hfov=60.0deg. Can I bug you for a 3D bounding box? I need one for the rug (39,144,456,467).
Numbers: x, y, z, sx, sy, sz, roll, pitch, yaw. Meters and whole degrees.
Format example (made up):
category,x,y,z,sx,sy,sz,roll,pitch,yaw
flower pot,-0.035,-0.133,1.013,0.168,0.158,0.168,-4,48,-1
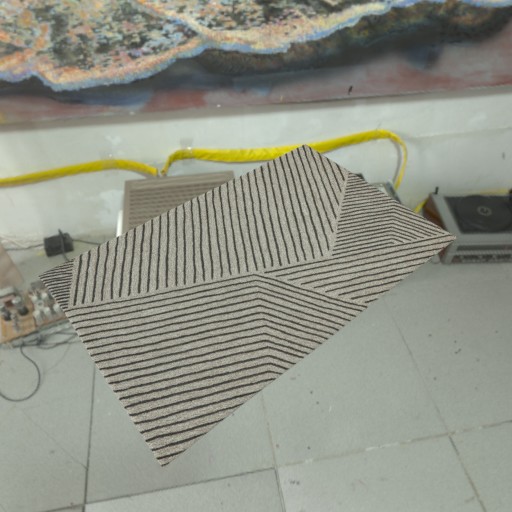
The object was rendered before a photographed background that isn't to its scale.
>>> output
category,x,y,z,sx,sy,sz,roll,pitch,yaw
rug,0.000,0.000,2.996,2.406,0.023,1.539,-31,54,-26
